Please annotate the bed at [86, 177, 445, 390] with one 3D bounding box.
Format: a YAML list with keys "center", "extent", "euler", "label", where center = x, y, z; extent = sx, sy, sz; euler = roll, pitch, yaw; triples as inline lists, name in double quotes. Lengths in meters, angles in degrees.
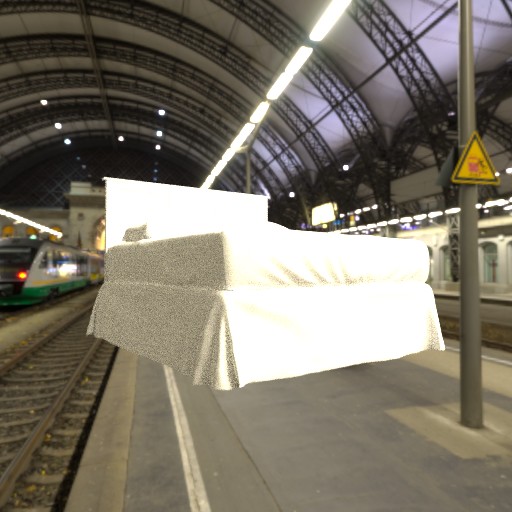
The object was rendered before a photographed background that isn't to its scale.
- center: [0.000, 0.000, 3.222]
  extent: [1.876, 1.269, 2.047]
  euler: [1, -2, -35]
  label: "bed"
